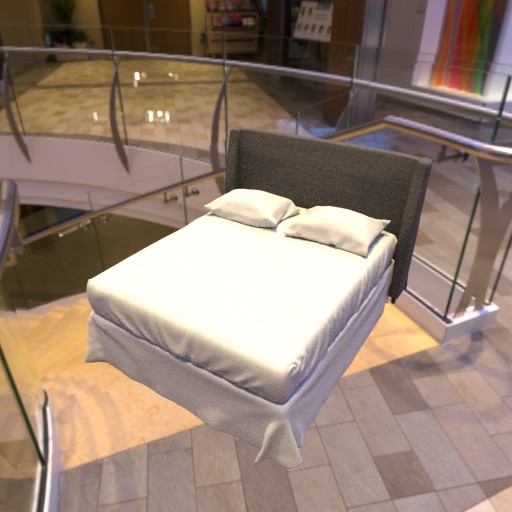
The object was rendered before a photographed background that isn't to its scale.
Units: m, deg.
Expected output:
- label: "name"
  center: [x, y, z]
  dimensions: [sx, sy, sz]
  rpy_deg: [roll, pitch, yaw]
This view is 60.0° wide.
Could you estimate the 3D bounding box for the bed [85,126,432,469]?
- label: "bed"
  center: [0.000, 0.000, 3.483]
  dimensions: [1.925, 1.332, 2.276]
  rpy_deg: [18, 35, 28]
